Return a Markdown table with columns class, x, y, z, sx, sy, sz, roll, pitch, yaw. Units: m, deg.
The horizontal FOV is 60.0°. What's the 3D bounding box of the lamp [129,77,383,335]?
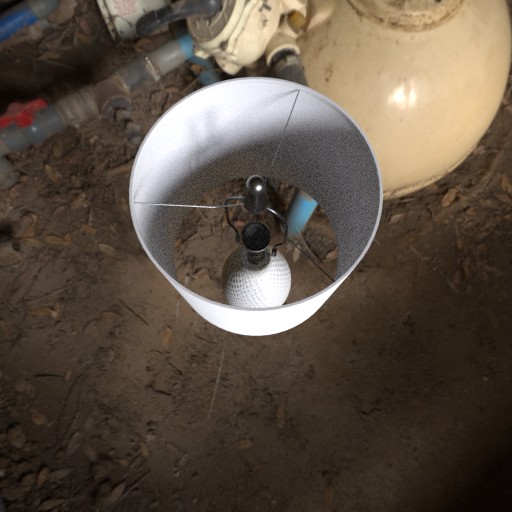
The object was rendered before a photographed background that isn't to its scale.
| class | x | y | z | sx | sy | sz | roll | pitch | yaw |
| --- | --- | --- | --- | --- | --- | --- | --- | --- | --- |
| lamp | 0.000 | 0.000 | 0.592 | 0.214 | 0.466 | 0.214 | 22 | 76 | 6 |
